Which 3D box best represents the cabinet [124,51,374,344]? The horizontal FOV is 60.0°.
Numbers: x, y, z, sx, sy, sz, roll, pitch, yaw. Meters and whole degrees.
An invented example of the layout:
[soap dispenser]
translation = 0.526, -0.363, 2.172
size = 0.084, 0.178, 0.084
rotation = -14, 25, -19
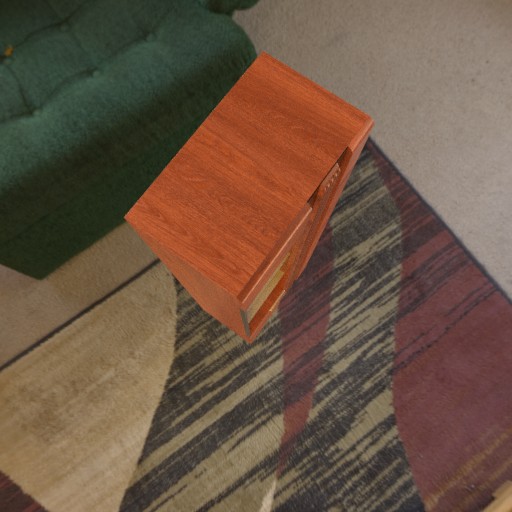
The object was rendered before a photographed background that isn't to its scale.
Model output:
[cabinet]
translation = 0.000, 0.000, 2.212
size = 0.420, 1.980, 0.660
rotation = 35, 78, 8
